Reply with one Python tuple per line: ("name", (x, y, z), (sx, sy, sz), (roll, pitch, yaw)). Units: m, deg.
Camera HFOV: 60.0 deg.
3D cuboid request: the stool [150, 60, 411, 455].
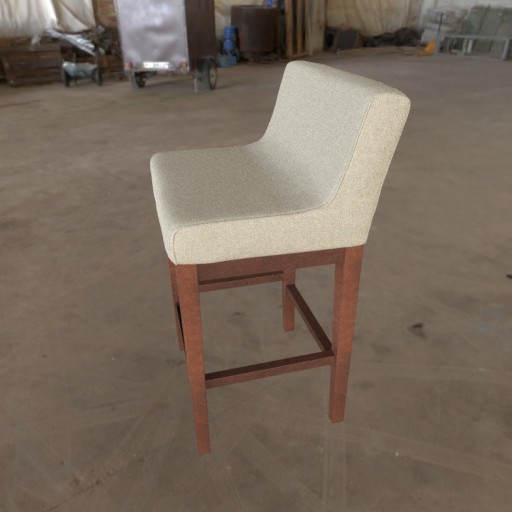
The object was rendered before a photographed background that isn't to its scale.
("stool", (0.000, 0.000, 1.218), (0.500, 0.937, 0.511), (-8, 31, -13))
